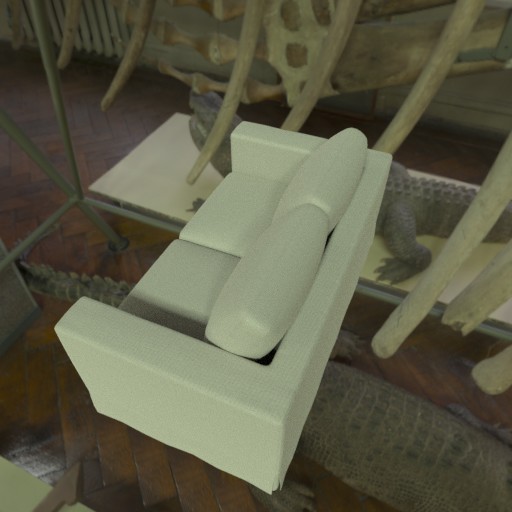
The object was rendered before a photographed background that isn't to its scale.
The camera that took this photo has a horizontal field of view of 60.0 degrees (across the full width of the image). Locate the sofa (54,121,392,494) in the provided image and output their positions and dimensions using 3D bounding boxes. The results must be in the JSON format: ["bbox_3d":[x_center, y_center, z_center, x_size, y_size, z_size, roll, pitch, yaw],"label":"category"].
[{"bbox_3d":[0.000,0.000,2.339,1.009,0.932,1.813,18,48,16],"label":"sofa"}]
